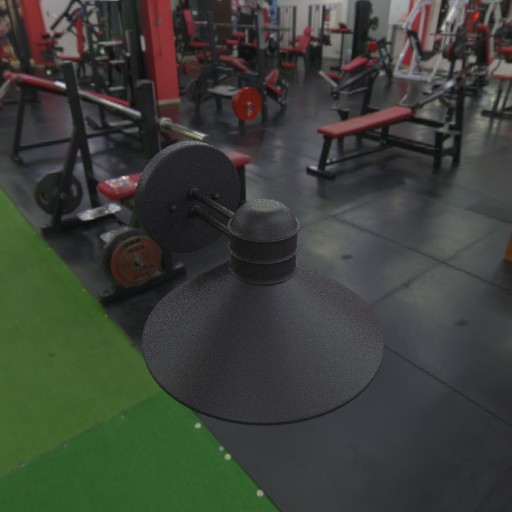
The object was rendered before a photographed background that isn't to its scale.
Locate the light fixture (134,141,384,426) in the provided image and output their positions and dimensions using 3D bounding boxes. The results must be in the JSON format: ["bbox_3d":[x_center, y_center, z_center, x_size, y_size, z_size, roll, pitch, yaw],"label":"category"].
[{"bbox_3d":[0.000,0.000,0.695,0.396,0.265,0.434,-20,36,-31],"label":"light fixture"}]
